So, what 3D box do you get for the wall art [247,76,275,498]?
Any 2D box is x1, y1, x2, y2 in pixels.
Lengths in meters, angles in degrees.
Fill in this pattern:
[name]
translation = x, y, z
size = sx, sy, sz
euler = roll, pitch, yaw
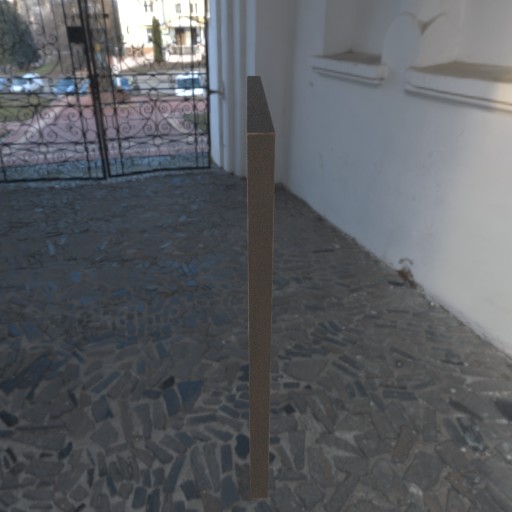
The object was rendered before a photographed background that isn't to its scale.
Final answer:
[wall art]
translation = 0.000, 0.000, 1.101
size = 0.038, 0.762, 0.762
euler = 0, 27, -1
